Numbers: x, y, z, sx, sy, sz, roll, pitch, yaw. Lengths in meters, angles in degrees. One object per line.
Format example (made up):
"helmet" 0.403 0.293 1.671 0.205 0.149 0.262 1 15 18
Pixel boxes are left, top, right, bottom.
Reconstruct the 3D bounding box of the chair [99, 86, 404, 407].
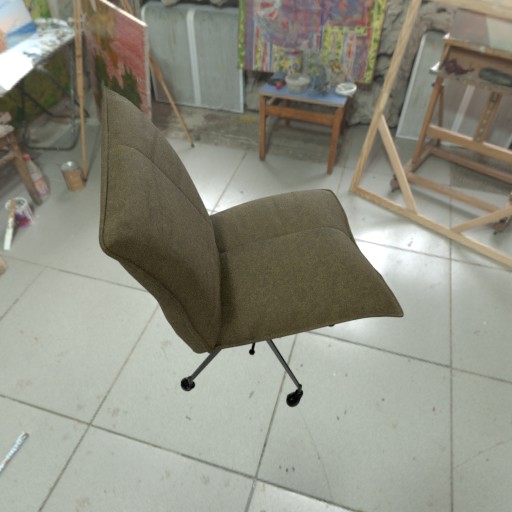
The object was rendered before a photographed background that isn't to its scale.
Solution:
"chair" 0.000 0.000 1.271 0.696 0.811 0.597 -9 47 -9
